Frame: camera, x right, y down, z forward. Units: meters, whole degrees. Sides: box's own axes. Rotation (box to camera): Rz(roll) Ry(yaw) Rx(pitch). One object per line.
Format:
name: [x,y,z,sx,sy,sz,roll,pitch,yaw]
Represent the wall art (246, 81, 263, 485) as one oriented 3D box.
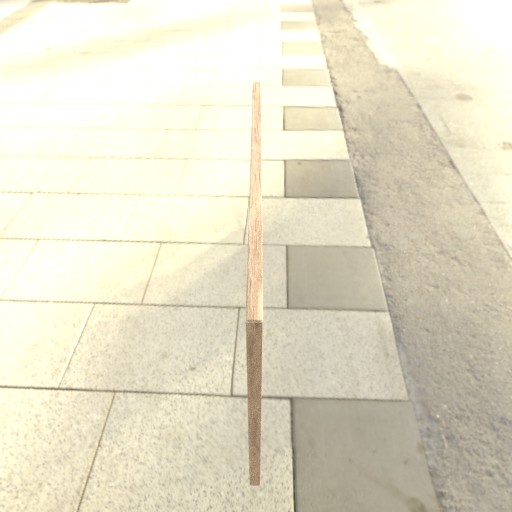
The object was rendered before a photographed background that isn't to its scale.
wall art: [0.000,0.000,0.978,0.021,0.480,0.780,0,41,0]
